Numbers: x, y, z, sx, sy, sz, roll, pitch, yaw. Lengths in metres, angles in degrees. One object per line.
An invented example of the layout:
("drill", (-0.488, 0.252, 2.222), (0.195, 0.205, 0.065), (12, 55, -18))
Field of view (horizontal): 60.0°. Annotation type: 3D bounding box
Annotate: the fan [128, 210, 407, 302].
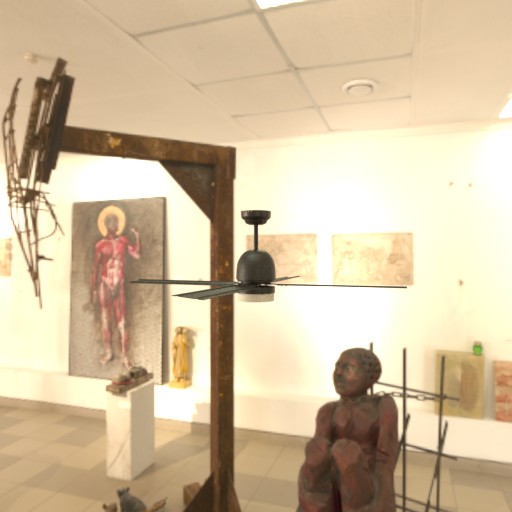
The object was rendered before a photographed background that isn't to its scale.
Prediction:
("fan", (0.000, 0.000, 2.041), (1.319, 0.410, 1.319), (0, 0, 18))
